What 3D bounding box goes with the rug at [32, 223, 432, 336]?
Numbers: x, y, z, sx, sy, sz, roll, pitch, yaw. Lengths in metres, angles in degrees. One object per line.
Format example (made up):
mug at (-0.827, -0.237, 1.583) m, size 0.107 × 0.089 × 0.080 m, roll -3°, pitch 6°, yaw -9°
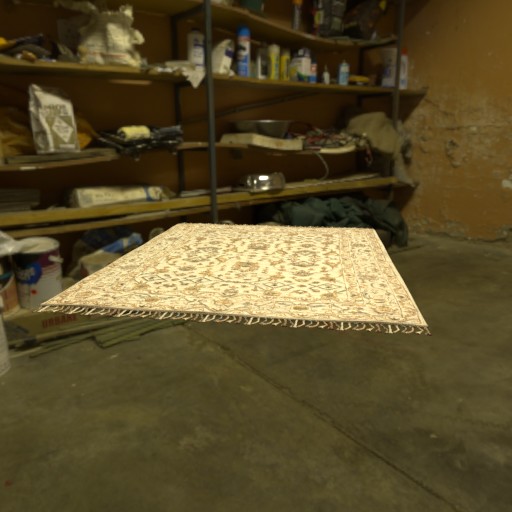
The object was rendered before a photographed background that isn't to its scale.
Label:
rug at (0.000, 0.000, 4.062) m, size 2.426 × 0.034 × 3.061 m, roll 2°, pitch 15°, yaw 8°
